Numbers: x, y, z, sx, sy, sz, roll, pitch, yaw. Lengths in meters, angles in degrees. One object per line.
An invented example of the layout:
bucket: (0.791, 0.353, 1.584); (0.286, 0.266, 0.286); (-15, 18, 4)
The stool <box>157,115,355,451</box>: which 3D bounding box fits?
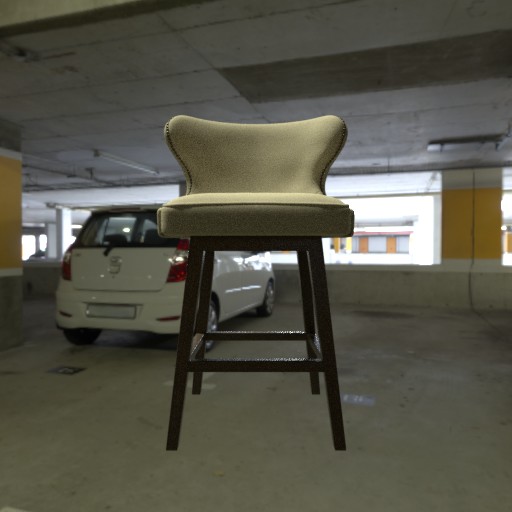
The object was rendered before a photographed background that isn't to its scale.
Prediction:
stool: (0.000, 0.000, 1.370); (0.615, 0.972, 0.597); (0, 1, 0)
